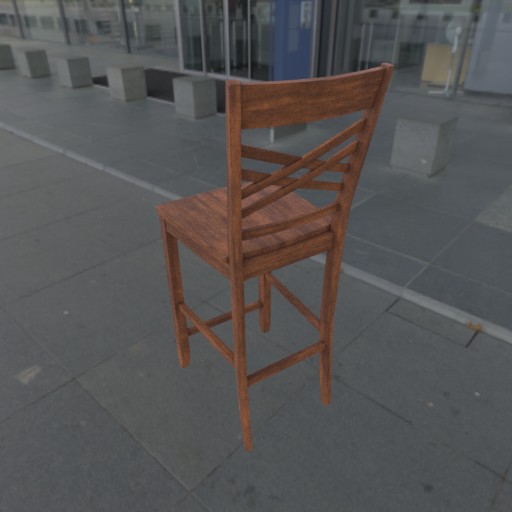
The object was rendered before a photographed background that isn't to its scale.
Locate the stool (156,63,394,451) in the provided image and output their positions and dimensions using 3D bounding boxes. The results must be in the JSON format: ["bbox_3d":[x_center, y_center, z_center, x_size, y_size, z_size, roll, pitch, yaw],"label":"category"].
[{"bbox_3d":[0.000,0.000,1.339,0.426,1.098,0.504,-18,36,-28],"label":"stool"}]
